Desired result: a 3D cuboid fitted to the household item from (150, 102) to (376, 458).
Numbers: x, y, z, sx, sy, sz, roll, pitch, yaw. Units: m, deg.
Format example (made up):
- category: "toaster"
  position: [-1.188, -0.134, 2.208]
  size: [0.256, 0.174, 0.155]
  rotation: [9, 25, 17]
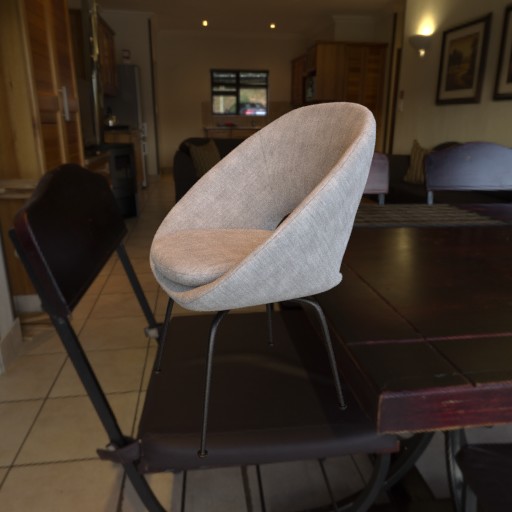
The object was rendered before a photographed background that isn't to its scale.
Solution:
- category: "household item"
  position: [0.000, 0.000, 1.311]
  size: [0.587, 0.869, 0.643]
  rotation: [-8, 18, -26]
